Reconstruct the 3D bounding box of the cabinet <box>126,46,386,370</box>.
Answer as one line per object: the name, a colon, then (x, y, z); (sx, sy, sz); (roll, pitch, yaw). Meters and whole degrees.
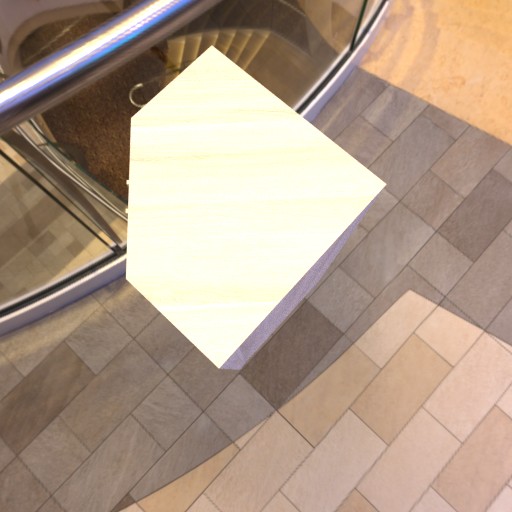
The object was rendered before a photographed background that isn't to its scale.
cabinet: (0.000, 0.000, 2.588); (0.969, 1.957, 1.272); (-2, 75, -1)
